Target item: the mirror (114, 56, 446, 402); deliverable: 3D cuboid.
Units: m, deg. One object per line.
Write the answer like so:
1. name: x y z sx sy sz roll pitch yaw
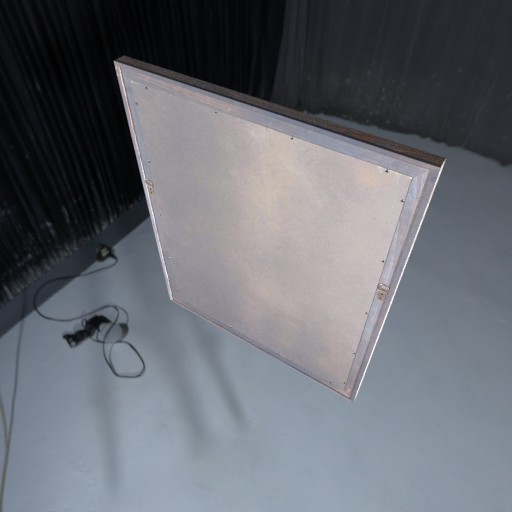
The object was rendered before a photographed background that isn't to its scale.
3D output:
1. mirror: 0.000 0.000 1.185 0.730 0.882 0.032 25 52 21
